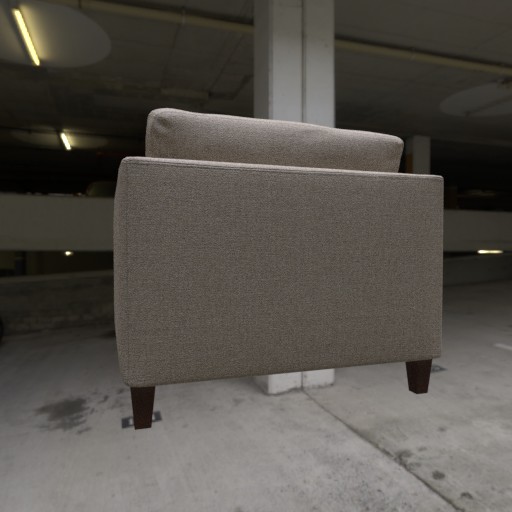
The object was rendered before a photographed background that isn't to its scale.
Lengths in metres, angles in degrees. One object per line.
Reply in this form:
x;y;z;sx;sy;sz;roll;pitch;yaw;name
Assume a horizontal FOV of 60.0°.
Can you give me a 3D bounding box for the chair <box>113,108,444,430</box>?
0.000;0.000;1.817;1.107;0.961;0.959;0;1;-19;chair
